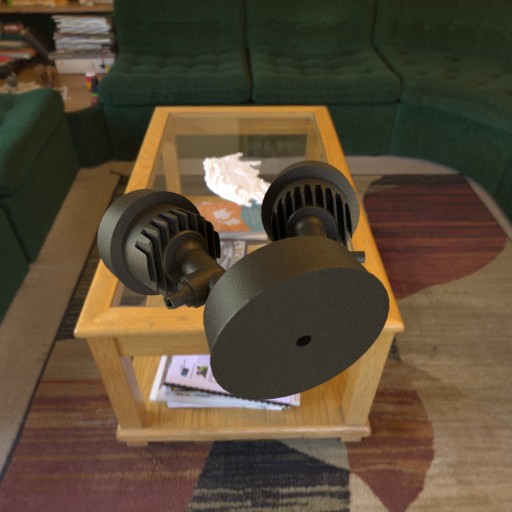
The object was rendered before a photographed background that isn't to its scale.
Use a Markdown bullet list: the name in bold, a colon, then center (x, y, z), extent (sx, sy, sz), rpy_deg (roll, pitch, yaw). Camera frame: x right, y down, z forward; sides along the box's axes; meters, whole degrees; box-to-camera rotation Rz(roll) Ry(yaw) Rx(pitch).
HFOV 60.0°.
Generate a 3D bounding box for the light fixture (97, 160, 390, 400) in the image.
- **light fixture**: center (0.000, 0.000, 0.314), extent (0.213, 0.120, 0.168), rpy_deg (-13, 43, -14)
